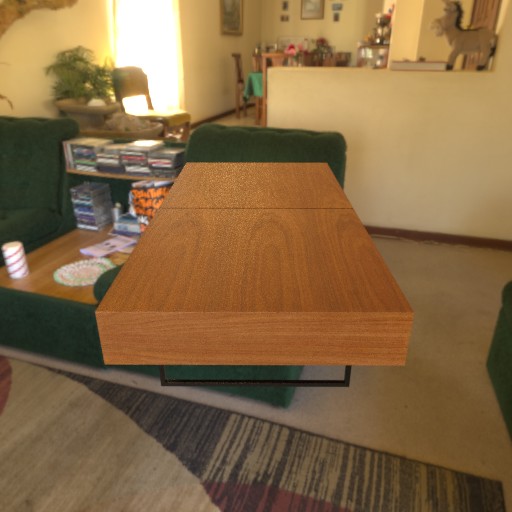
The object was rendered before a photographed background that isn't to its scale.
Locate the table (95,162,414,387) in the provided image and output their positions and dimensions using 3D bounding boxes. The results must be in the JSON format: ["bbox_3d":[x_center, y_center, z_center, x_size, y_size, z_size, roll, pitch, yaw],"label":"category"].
[{"bbox_3d":[0.000,0.000,1.456,0.610,0.330,1.194,0,25,0],"label":"table"}]
